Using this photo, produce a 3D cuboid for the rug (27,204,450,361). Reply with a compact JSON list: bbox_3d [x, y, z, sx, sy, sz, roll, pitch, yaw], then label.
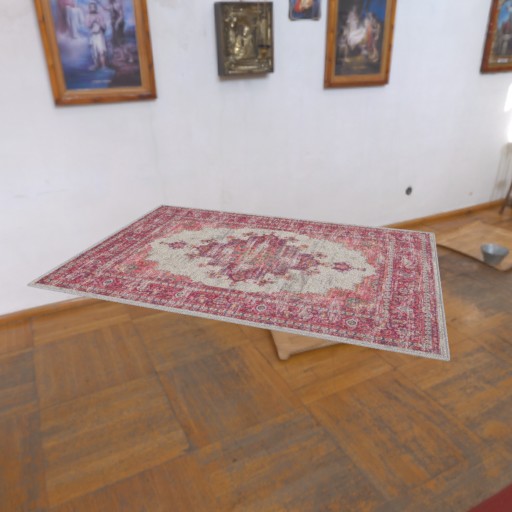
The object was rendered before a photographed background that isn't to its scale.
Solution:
[{"bbox_3d":[0.000,0.000,2.866,2.232,0.011,1.555,8,25,16],"label":"rug"}]
